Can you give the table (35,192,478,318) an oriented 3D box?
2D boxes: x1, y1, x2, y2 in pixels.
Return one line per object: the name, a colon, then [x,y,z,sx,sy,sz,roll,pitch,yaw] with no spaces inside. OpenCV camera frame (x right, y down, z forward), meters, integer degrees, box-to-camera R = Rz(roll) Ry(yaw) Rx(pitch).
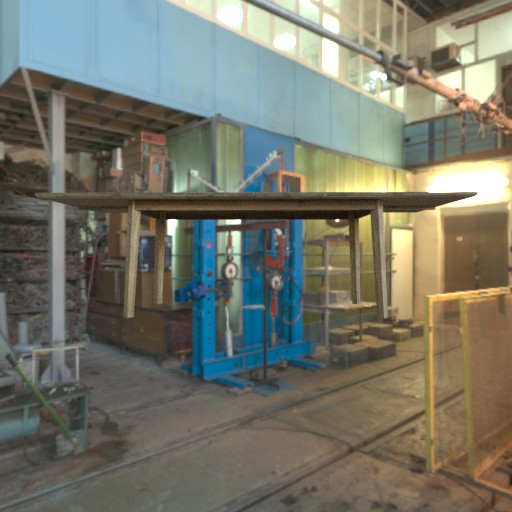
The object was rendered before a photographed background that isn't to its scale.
table: [0.000,0.000,3.104,2.603,0.752,1.000,0,0,1]
